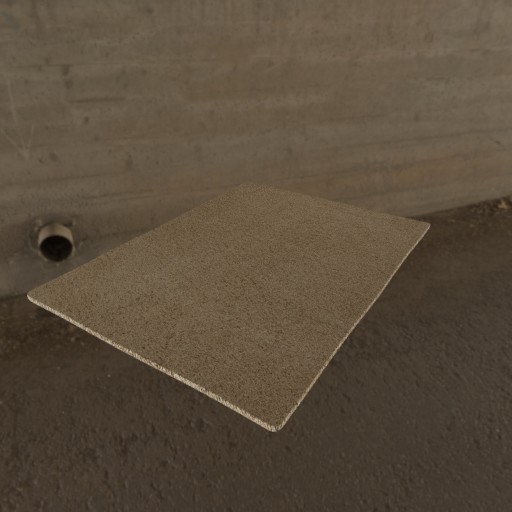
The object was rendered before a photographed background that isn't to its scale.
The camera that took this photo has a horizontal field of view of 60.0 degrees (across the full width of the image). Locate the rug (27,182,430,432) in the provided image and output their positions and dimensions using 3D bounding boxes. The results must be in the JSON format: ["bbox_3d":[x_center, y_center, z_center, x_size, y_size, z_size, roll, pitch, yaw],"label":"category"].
[{"bbox_3d":[0.000,0.000,2.092,1.199,0.025,1.600,18,34,29],"label":"rug"}]
